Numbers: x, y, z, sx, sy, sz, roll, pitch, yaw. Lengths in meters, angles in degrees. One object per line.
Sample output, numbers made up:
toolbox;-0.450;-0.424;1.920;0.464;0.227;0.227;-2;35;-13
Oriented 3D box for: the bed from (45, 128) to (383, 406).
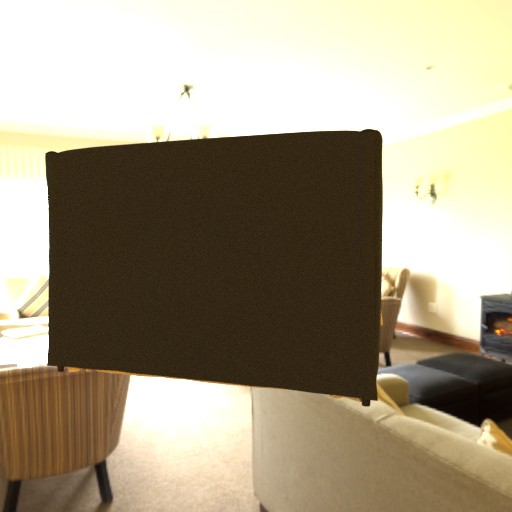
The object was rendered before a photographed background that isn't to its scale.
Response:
bed;0.000;0.000;3.410;1.925;1.332;2.276;1;3;18
